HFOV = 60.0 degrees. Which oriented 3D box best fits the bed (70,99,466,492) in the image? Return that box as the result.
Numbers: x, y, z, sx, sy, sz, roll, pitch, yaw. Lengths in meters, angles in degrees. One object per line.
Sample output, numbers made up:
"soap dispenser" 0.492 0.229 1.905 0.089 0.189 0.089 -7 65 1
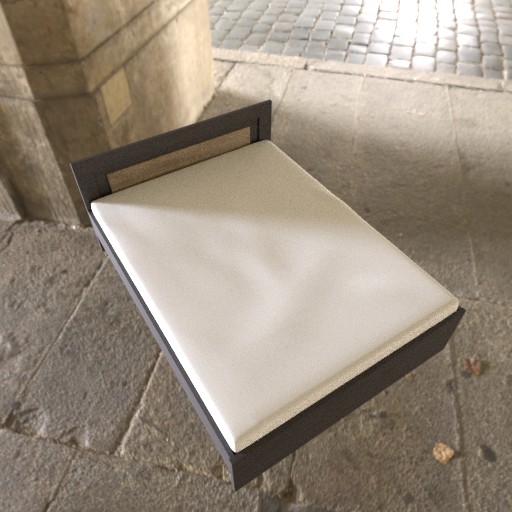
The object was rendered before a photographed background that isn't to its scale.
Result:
"bed" 0.000 0.000 2.896 1.585 0.823 2.073 -25 52 -22
